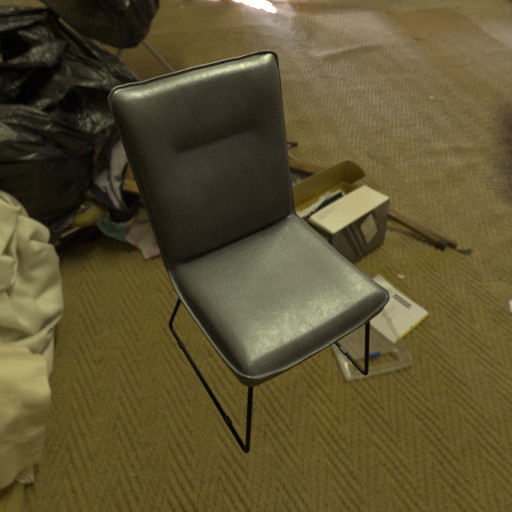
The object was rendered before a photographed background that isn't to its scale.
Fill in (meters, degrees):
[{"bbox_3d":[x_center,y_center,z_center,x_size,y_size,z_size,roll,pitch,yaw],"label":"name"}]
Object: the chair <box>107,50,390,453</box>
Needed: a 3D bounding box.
[{"bbox_3d":[0.000,0.000,1.347,0.515,0.932,0.688,-25,51,-22],"label":"chair"}]
